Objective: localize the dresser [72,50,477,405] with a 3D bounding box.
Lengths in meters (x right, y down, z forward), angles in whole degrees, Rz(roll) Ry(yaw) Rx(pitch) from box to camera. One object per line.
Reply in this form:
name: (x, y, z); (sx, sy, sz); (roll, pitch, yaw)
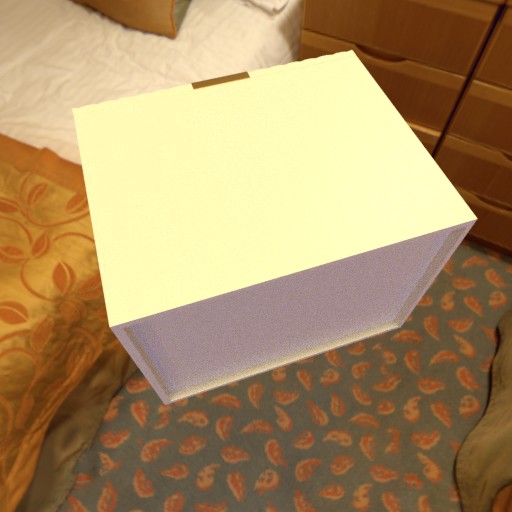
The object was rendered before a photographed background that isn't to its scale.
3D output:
dresser: (0.000, 0.000, 0.910); (0.503, 0.568, 0.414); (-16, 59, -10)
